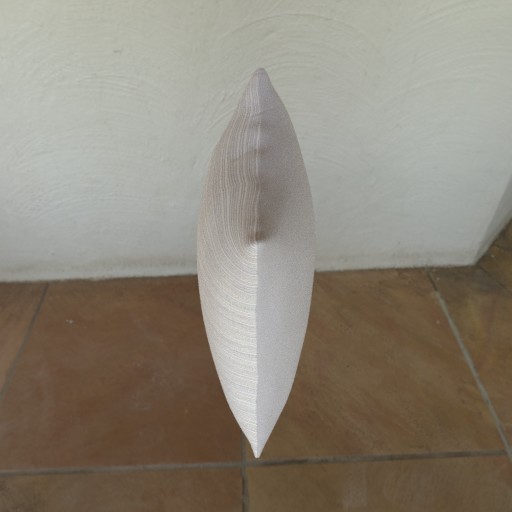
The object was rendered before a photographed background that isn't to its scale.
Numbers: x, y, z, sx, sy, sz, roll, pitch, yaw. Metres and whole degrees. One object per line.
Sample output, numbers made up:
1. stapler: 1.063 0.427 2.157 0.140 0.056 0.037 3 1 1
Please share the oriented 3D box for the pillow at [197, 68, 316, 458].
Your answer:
1. pillow: 0.000 0.000 0.804 0.204 0.497 0.512 1 42 1
